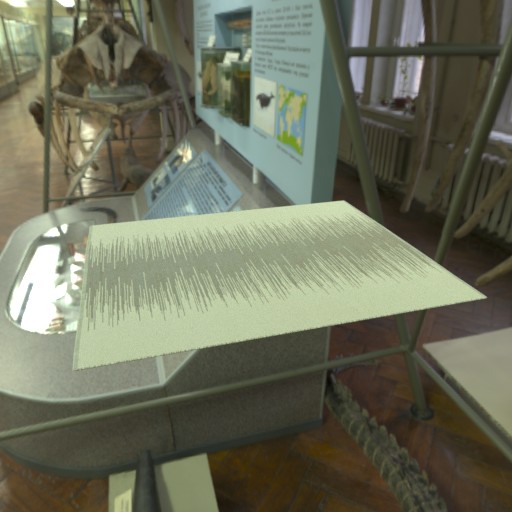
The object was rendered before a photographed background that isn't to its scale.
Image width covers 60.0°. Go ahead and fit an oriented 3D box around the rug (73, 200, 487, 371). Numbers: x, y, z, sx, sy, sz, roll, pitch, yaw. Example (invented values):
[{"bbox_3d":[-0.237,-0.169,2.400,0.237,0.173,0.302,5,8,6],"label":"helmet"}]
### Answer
[{"bbox_3d":[0.000,0.000,4.107,3.037,0.010,2.453,-7,27,-15],"label":"rug"}]
